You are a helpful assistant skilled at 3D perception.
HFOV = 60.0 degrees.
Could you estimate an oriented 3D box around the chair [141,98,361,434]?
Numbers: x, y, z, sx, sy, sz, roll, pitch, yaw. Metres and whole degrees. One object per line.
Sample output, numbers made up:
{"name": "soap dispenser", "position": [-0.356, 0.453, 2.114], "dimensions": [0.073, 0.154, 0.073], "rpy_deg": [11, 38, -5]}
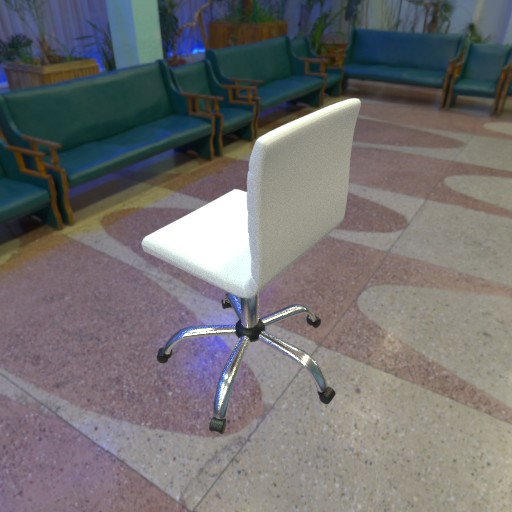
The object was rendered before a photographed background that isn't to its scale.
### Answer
{"name": "chair", "position": [0.000, 0.000, 1.167], "dimensions": [0.530, 0.780, 0.556], "rpy_deg": [21, 38, 30]}
